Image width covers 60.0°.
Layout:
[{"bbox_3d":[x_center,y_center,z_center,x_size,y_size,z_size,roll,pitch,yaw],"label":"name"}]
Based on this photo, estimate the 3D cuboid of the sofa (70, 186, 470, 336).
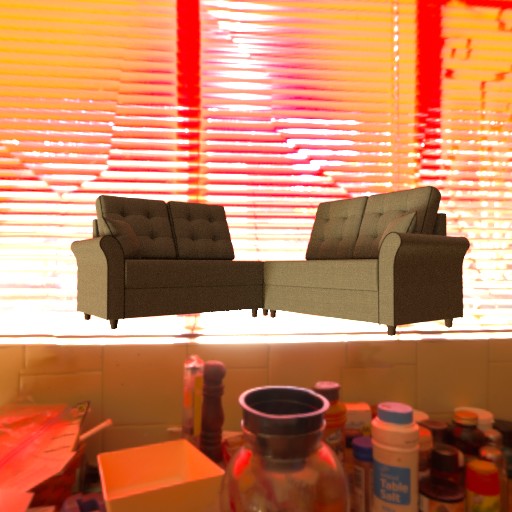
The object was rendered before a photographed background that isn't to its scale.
[{"bbox_3d":[0.000,0.000,3.218,2.068,0.988,2.070,1,-2,-36],"label":"sofa"}]
